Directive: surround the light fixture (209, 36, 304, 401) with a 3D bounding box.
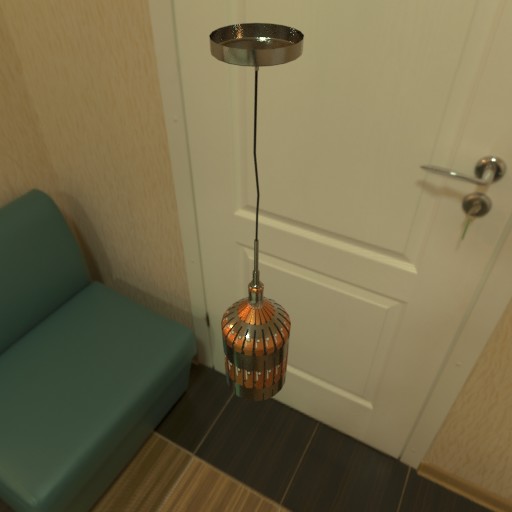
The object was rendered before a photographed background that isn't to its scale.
[{"bbox_3d":[0.000,0.000,1.667,0.303,1.535,0.303,0,41,0],"label":"light fixture"}]
